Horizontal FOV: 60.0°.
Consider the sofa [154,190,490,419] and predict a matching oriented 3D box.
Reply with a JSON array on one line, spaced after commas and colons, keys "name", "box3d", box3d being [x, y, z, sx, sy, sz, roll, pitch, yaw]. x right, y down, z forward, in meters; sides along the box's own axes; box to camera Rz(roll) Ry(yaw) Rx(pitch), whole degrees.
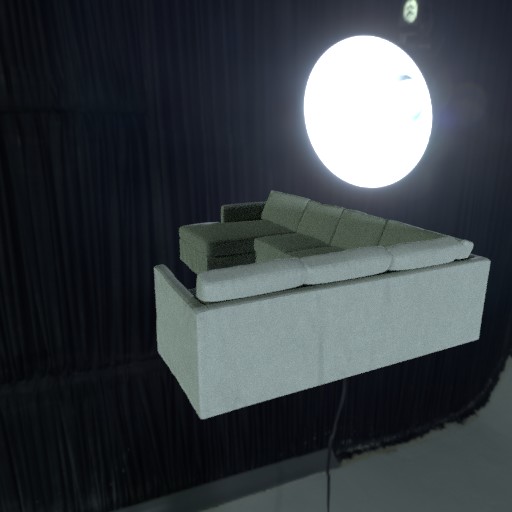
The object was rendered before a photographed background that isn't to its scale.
[{"name": "sofa", "box3d": [0.000, 0.000, 4.492, 2.440, 0.869, 3.434, -8, 17, -25]}]
